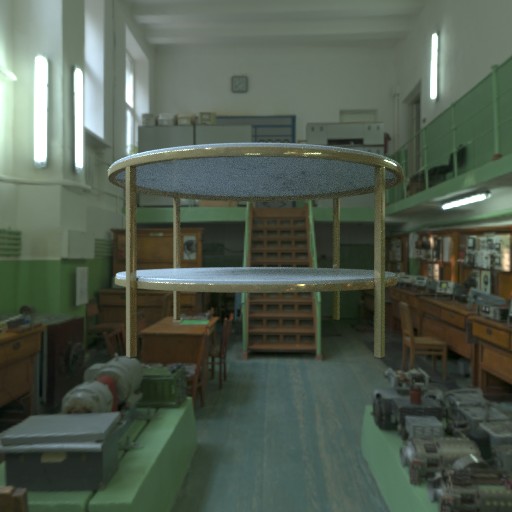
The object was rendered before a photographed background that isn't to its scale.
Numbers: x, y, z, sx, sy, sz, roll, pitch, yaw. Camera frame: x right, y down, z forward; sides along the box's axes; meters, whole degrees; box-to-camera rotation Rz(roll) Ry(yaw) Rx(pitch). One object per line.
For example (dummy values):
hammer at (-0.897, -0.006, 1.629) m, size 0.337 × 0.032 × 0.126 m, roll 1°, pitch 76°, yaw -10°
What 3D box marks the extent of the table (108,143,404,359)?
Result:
table at (0.000, 0.000, 1.266) m, size 0.800 × 0.450 × 0.800 m, roll 0°, pitch 0°, yaw 0°
